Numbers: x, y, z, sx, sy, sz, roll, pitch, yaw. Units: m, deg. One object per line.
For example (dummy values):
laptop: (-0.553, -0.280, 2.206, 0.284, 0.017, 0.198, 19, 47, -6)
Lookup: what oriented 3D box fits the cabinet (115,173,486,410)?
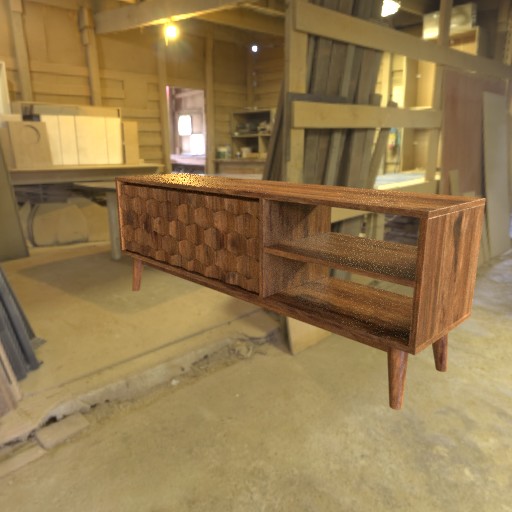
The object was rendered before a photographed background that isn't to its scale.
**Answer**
cabinet: (0.000, 0.000, 1.667, 0.349, 0.528, 1.448, -14, 20, -43)
